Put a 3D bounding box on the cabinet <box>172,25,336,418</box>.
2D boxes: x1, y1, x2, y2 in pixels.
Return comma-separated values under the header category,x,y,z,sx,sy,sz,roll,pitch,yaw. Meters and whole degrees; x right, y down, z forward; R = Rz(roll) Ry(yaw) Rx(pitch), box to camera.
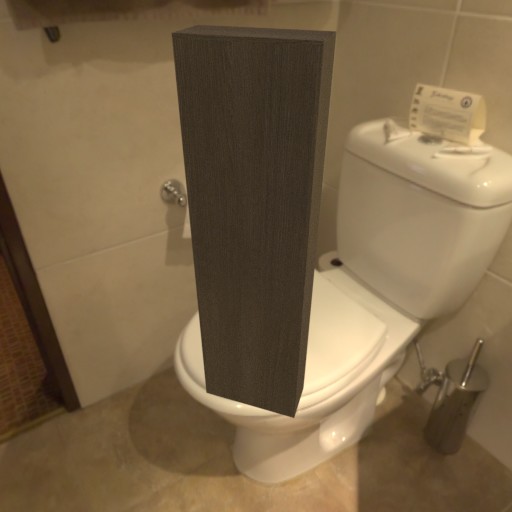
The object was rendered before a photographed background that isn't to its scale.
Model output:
category,x,y,z,sx,sy,sz,roll,pitch,yaw
cabinet,0.000,0.000,1.964,0.500,1.790,0.230,11,36,15
